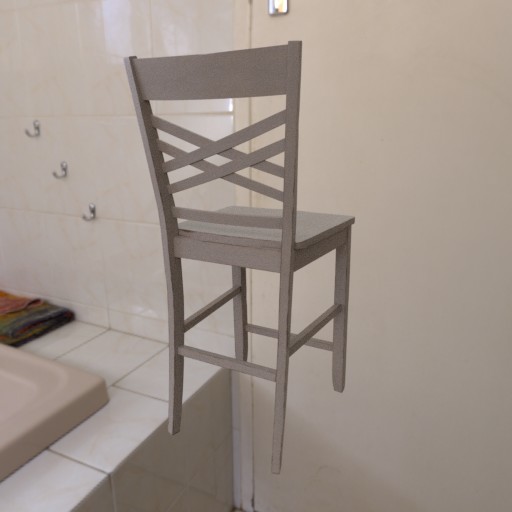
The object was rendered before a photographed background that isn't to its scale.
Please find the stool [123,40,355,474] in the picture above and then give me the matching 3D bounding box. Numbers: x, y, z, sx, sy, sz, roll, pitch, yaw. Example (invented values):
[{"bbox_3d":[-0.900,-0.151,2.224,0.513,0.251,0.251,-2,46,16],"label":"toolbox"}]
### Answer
[{"bbox_3d":[0.000,0.000,1.338,0.462,1.079,0.539,8,18,26],"label":"stool"}]
